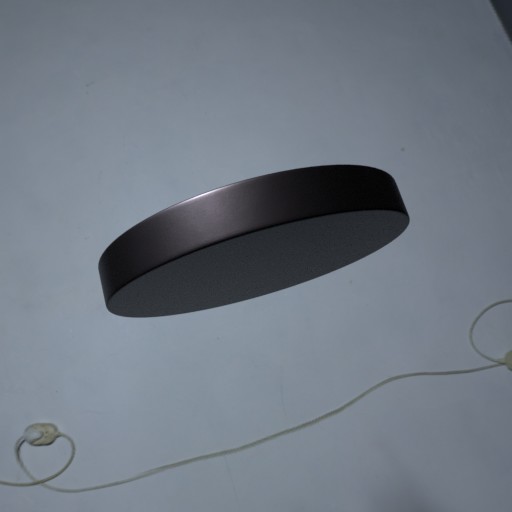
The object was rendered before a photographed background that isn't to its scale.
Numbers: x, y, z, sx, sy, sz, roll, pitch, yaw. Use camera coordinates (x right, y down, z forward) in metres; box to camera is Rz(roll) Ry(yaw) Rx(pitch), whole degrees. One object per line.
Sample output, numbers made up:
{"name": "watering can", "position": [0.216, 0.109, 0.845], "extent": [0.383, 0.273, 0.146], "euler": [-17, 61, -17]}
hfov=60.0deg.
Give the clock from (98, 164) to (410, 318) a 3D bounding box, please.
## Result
{"name": "clock", "position": [0.000, 0.000, 0.469], "extent": [0.314, 0.314, 0.040], "euler": [-16, 77, -4]}
